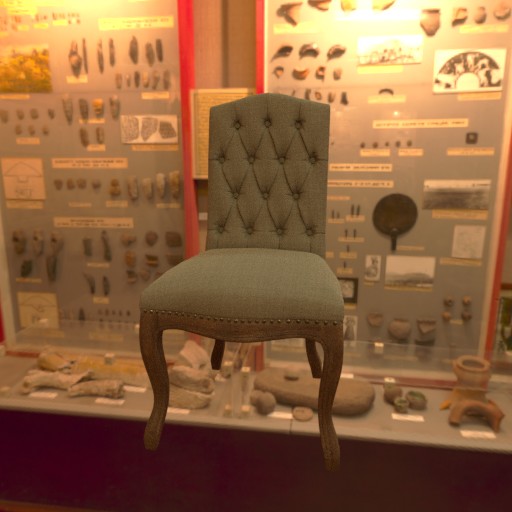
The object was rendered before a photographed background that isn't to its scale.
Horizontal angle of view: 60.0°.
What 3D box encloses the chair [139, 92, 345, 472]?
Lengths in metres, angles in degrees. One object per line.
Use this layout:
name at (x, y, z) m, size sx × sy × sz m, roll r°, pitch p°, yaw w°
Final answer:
chair at (0.000, 0.000, 1.602) m, size 0.637 × 1.191 × 0.731 m, roll 2°, pitch 14°, yaw 10°
